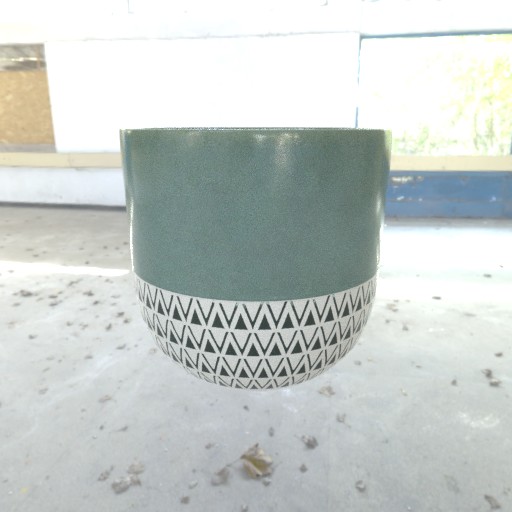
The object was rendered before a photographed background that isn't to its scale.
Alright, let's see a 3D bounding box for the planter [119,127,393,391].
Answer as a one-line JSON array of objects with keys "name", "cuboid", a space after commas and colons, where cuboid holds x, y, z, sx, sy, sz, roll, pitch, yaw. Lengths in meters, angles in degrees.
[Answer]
[{"name": "planter", "cuboid": [0.000, 0.000, 0.486, 0.266, 0.270, 0.266, 0, 17, 0]}]
